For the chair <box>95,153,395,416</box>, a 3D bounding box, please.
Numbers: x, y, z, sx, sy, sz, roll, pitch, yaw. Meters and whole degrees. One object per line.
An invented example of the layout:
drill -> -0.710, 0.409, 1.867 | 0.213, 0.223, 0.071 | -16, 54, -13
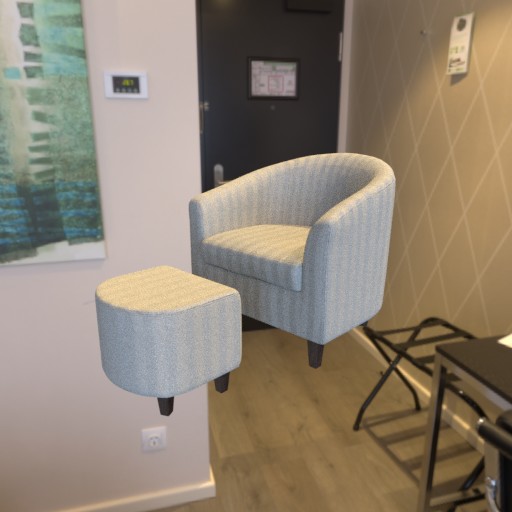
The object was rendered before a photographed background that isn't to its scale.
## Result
chair -> 0.000, 0.000, 1.753 | 0.756, 0.757, 1.288 | 15, 21, 42
